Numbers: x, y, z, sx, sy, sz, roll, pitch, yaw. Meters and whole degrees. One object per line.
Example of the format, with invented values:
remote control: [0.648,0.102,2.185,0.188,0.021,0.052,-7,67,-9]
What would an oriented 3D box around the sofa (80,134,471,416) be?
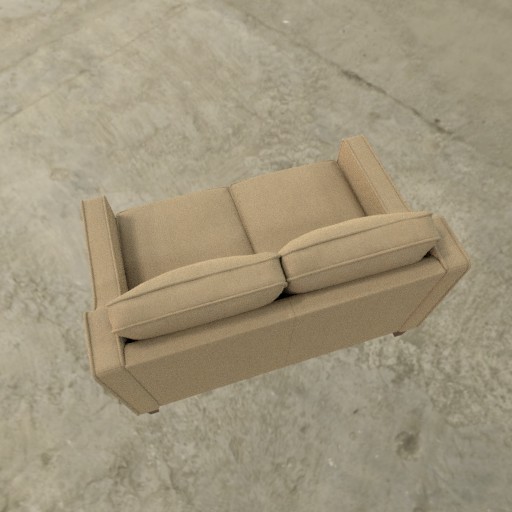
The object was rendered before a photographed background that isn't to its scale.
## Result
sofa: [0.000,0.000,2.173,1.501,0.971,0.987,-15,60,-9]
